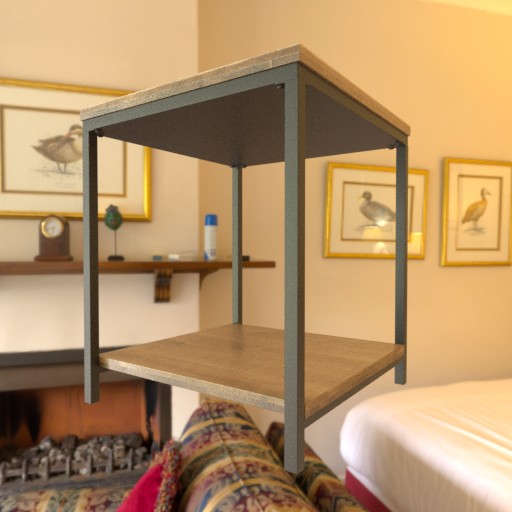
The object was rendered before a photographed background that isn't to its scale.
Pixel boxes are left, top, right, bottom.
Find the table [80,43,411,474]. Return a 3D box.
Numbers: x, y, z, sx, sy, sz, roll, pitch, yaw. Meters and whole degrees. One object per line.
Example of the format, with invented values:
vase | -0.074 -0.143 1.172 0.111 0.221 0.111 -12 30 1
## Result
table | 0.000 0.000 0.954 0.503 0.589 0.507 1 2 35
